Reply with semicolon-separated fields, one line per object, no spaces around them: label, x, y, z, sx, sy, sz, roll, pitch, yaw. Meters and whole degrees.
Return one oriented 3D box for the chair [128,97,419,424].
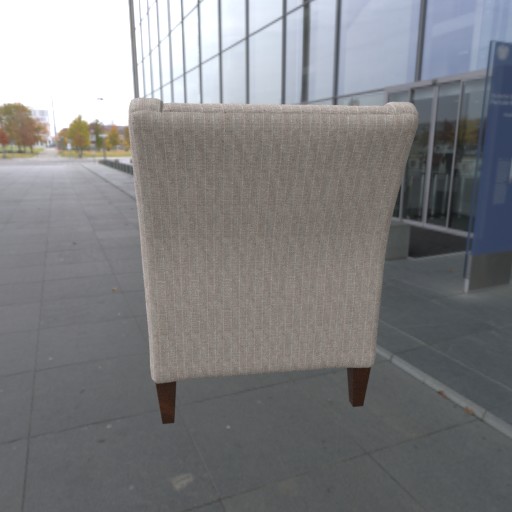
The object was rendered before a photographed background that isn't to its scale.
chair;0.000;0.000;1.632;0.774;1.014;0.870;-2;14;-8
